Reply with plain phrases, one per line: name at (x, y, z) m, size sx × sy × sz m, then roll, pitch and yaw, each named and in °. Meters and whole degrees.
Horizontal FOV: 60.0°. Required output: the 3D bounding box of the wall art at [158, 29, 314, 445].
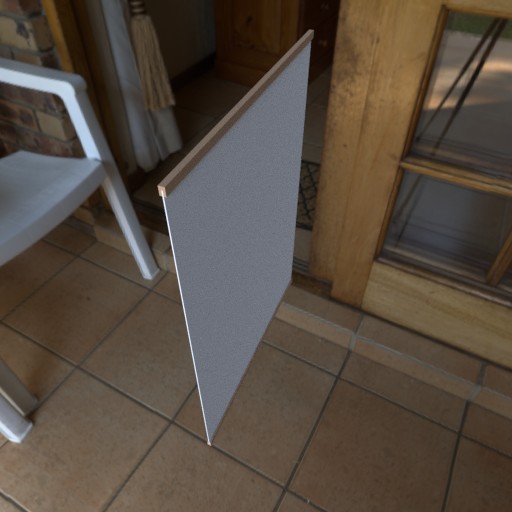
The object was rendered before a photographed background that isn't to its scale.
wall art at (0.000, 0.000, 1.303) m, size 0.013 × 1.016 × 0.758 m, roll 17°, pitch 48°, yaw 16°
